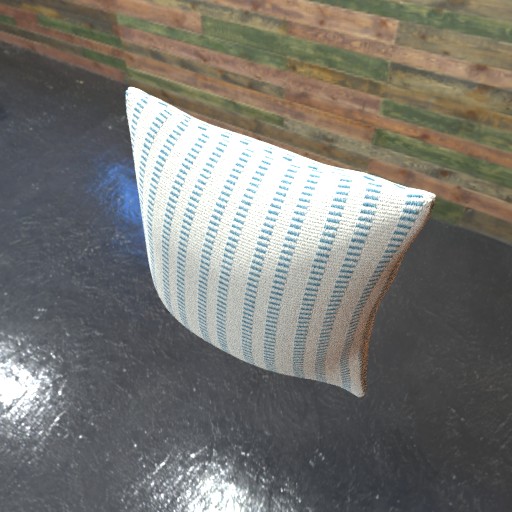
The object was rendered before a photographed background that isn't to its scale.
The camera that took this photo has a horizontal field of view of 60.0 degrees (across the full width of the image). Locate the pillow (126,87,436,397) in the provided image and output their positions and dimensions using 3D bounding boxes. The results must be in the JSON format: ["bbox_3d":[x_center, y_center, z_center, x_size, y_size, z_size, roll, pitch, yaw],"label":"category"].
[{"bbox_3d":[0.000,0.000,0.674,0.438,0.419,0.247,26,51,23],"label":"pillow"}]
